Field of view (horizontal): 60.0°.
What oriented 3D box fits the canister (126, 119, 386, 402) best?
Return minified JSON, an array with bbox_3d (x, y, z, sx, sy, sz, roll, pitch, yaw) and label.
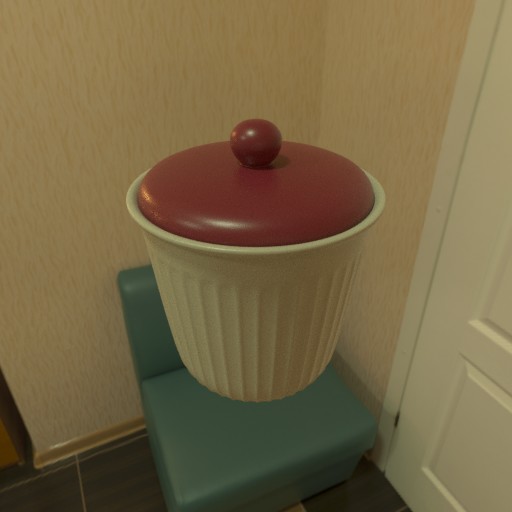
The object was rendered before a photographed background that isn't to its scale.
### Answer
[{"bbox_3d":[0.000,0.000,0.348,0.181,0.211,0.181,0,32,0],"label":"canister"}]
